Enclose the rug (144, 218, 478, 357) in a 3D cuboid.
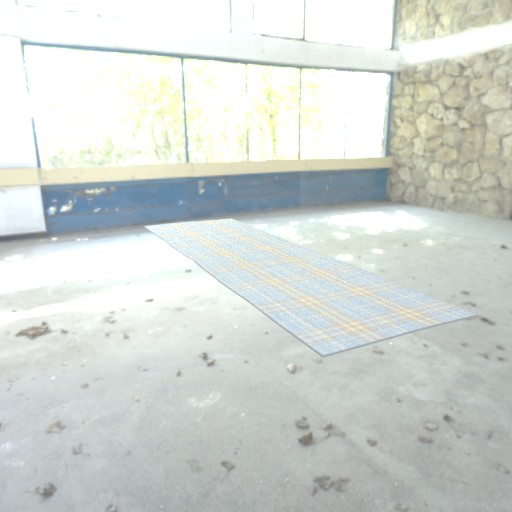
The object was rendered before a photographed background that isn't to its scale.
[{"bbox_3d":[0.000,0.000,2.667,0.762,0.013,2.439,-8,17,-26],"label":"rug"}]
